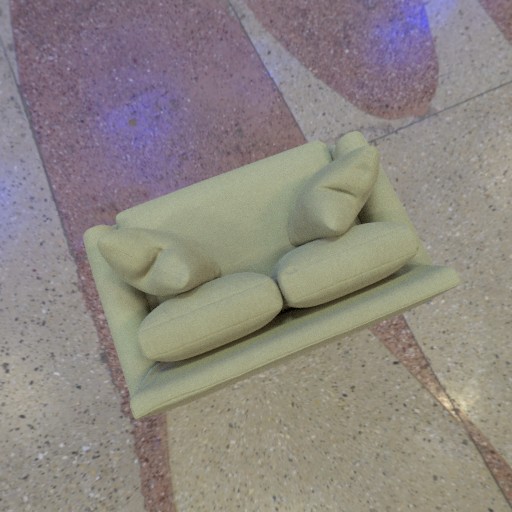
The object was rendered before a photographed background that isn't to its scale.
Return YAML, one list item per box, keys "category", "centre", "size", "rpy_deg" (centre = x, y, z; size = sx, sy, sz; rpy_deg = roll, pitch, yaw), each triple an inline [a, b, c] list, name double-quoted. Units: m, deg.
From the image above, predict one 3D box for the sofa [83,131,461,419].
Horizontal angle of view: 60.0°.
- category: "sofa"
  centre: [0.000, 0.000, 2.232]
  size: [1.550, 0.905, 1.070]
  rpy_deg: [-21, 75, -6]
